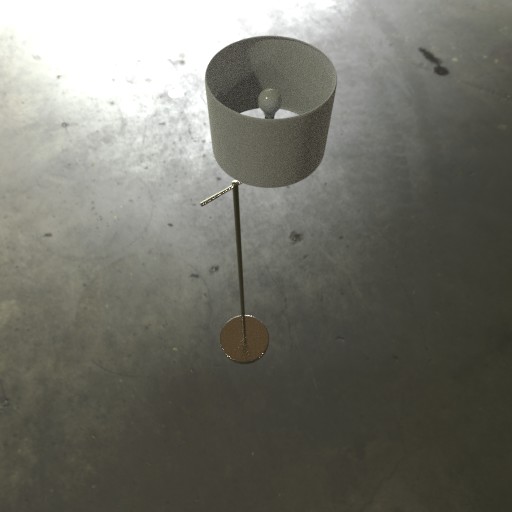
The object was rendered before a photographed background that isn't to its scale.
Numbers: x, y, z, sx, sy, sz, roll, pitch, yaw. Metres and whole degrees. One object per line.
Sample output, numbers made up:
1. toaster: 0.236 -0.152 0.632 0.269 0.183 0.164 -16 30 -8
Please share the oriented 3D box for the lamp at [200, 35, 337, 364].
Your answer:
1. lamp: 0.000 0.000 1.748 0.416 1.600 0.324 -33 64 -19
